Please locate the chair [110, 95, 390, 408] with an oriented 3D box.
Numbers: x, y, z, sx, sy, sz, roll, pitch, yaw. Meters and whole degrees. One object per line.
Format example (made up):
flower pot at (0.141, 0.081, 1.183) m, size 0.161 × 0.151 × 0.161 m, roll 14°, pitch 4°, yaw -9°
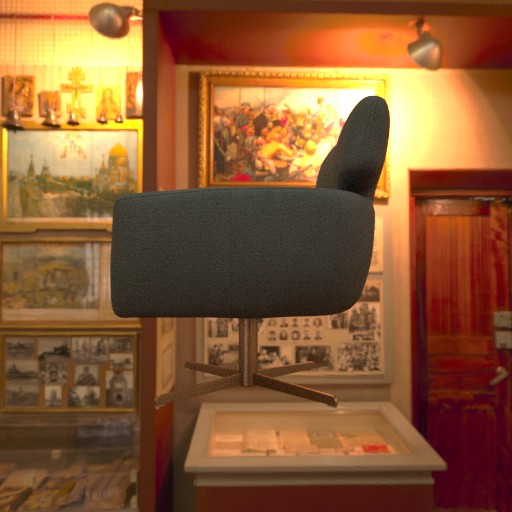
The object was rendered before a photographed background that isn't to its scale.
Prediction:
chair at (0.000, 0.000, 1.411) m, size 0.761 × 0.813 × 0.738 m, roll 0°, pitch -2°, yaw 1°
